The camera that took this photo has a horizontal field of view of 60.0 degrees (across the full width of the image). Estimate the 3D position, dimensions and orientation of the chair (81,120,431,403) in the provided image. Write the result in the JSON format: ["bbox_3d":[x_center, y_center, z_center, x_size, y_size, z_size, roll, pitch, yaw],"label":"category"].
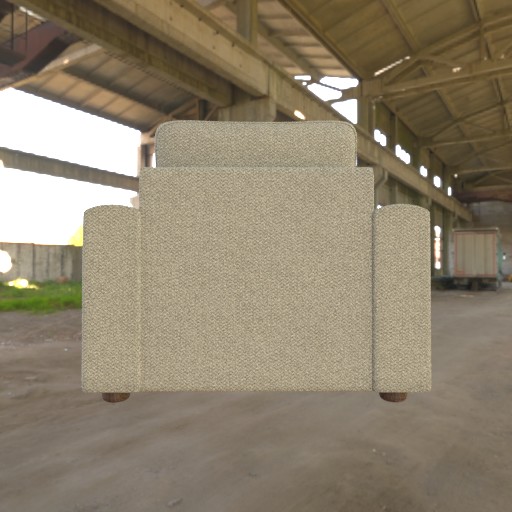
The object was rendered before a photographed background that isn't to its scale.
[{"bbox_3d":[0.000,0.000,1.768,1.005,0.873,1.016,0,-1,0],"label":"chair"}]
